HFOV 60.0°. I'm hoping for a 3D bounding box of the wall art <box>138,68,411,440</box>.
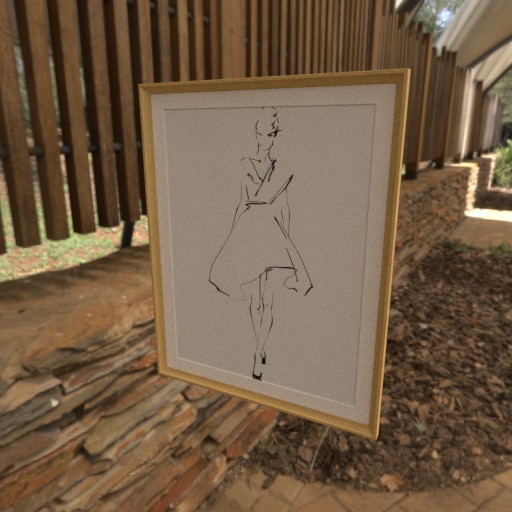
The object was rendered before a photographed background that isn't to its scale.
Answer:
[{"bbox_3d":[0.000,0.000,1.337,0.798,1.002,0.030,8,18,26],"label":"wall art"}]
